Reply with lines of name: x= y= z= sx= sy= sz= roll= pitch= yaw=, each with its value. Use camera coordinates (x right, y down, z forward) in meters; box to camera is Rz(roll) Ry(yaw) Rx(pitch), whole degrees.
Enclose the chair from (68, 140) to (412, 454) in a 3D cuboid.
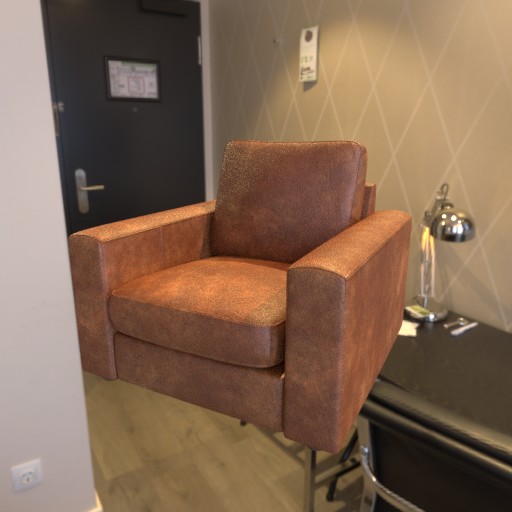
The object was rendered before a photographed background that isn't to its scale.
chair: x=0.000 y=0.000 z=1.738 sx=1.005 sy=0.873 sz=1.016 roll=8 pitch=17 yaw=27
